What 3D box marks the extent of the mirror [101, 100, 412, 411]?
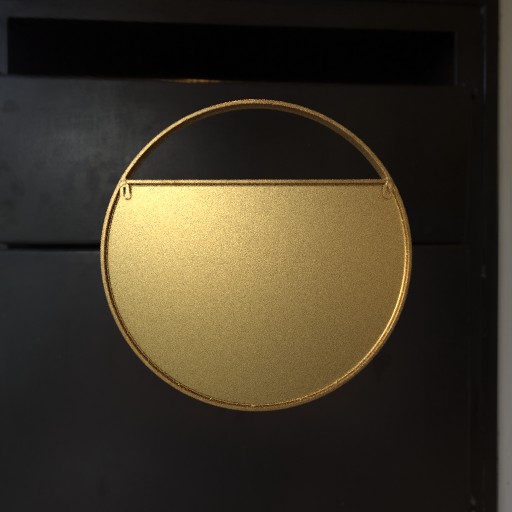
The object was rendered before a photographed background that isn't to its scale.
[{"bbox_3d":[0.000,0.000,0.820,0.565,0.565,0.032,0,1,1],"label":"mirror"}]
